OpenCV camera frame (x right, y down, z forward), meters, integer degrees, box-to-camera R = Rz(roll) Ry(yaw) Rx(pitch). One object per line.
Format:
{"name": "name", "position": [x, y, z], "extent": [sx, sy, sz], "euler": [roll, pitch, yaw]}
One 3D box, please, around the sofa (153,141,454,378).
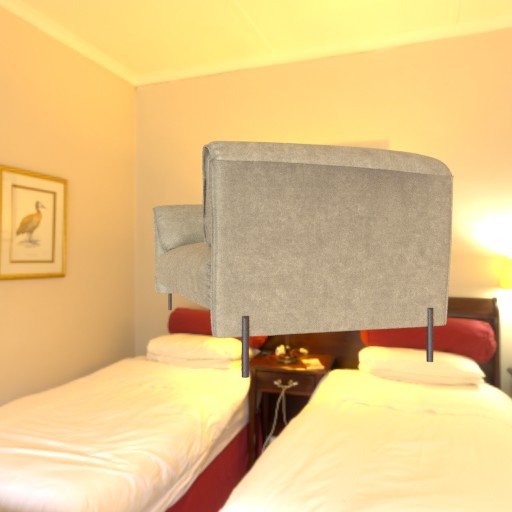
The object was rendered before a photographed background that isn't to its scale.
{"name": "sofa", "position": [0.000, 0.000, 2.312], "extent": [0.905, 0.747, 1.878], "euler": [0, 0, -18]}
